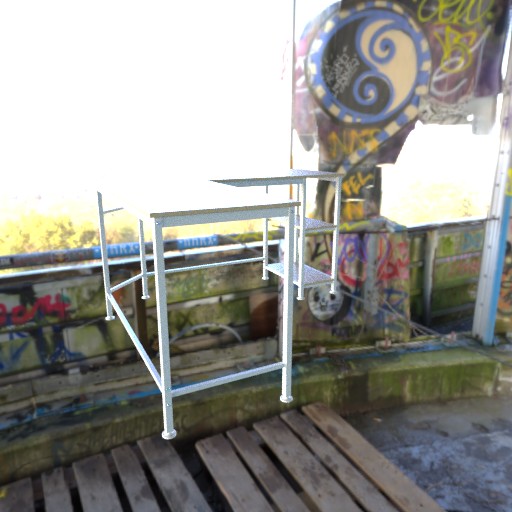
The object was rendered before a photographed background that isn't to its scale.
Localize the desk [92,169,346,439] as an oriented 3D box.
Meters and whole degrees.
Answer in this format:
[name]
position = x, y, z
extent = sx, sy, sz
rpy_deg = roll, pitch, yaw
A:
[desk]
position = 0.000, 0.000, 2.224
extent = 1.379, 0.739, 1.379
rpy_deg = -8, 17, -26
